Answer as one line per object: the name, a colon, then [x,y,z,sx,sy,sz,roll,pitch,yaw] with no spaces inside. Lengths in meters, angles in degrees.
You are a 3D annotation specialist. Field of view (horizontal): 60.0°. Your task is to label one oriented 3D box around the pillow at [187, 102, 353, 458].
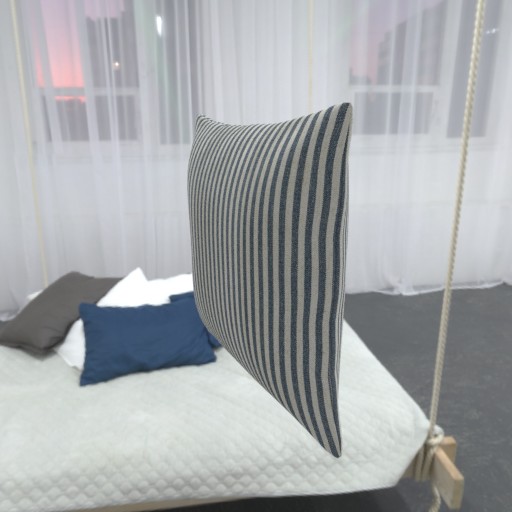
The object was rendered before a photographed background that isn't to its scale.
pillow: [0.000,0.000,0.813,0.166,0.510,0.523,-8,18,-26]
